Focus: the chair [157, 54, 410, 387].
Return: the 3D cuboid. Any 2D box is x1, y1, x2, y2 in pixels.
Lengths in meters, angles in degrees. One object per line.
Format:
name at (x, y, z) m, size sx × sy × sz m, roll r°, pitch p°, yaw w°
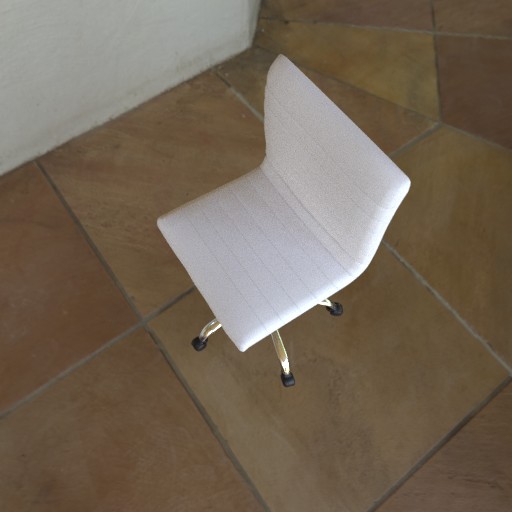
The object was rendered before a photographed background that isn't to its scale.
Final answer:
chair at (0.000, 0.000, 1.073) m, size 0.455 × 0.750 × 0.520 m, roll -31°, pitch 67°, yaw -15°
